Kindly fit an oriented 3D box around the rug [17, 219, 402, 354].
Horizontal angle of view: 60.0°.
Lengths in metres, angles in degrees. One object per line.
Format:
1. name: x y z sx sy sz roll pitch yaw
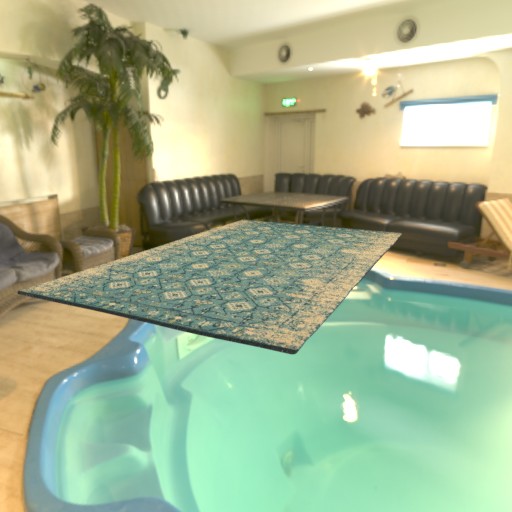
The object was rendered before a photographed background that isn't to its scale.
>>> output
1. rug: 0.000 0.000 2.982 1.530 0.015 2.449 7 16 26
